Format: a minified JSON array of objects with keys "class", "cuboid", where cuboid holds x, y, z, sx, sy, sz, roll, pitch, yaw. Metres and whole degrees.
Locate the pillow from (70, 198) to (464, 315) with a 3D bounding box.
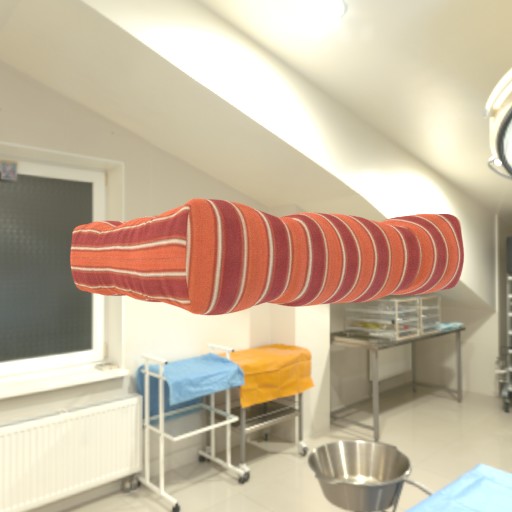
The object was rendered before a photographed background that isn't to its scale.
[{"class":"pillow","cuboid":[0.000,0.000,0.726,0.490,0.133,0.468,0,-1,-36]}]
